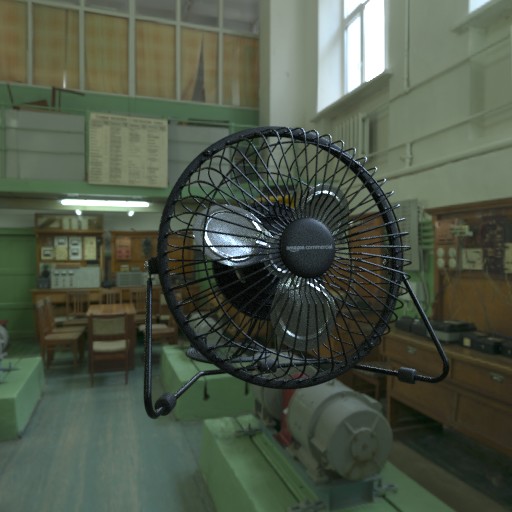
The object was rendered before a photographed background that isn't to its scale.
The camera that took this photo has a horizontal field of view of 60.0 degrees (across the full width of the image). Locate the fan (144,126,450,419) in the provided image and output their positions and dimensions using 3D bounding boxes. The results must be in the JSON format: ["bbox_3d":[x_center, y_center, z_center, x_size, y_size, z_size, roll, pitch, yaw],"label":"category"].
[{"bbox_3d":[0.000,0.000,0.377,0.209,0.188,0.227,0,1,-20],"label":"fan"}]
